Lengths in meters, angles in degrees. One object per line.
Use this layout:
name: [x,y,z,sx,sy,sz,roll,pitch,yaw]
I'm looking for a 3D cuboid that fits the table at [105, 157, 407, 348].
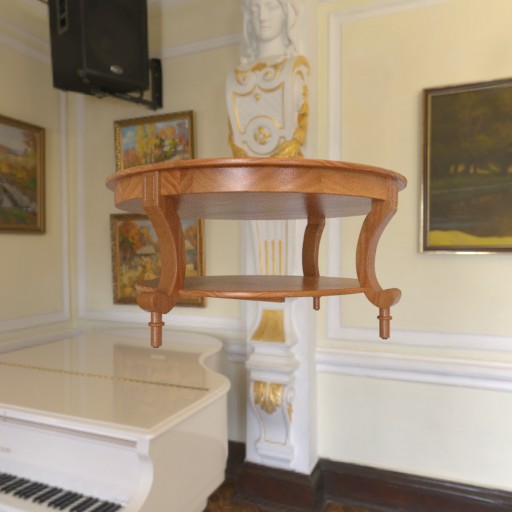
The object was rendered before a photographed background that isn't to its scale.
table: [0.000,0.000,1.589,1.029,0.490,1.029,0,0,0]
